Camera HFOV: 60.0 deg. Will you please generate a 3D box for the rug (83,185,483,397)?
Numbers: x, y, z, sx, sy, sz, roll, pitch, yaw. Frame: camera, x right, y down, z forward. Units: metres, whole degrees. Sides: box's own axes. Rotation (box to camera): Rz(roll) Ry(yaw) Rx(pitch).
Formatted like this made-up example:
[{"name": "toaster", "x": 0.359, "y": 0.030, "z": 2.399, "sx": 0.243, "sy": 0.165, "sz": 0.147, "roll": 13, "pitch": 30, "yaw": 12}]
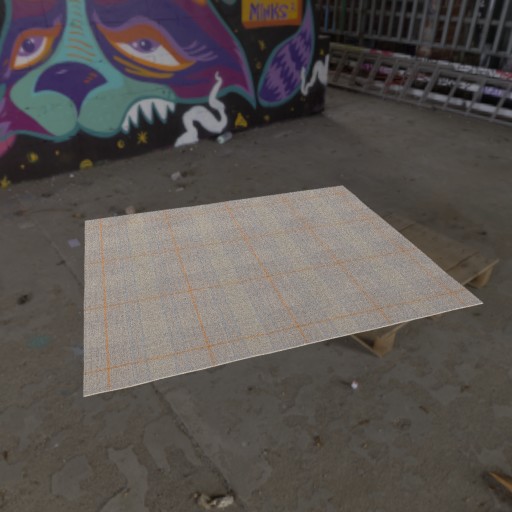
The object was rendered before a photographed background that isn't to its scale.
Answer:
[{"name": "rug", "x": 0.000, "y": 0.000, "z": 4.136, "sx": 3.051, "sy": 0.021, "sz": 2.448, "roll": -10, "pitch": 34, "yaw": -15}]
